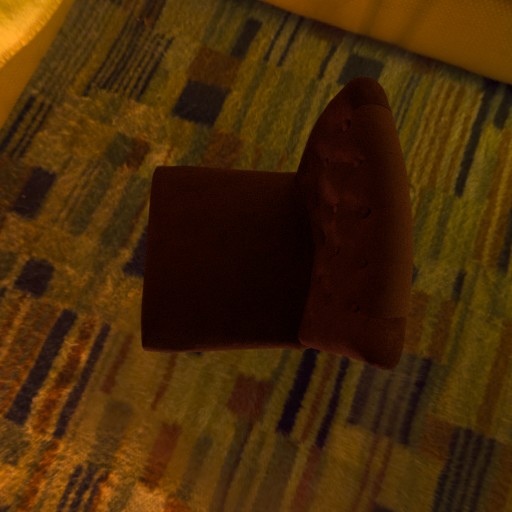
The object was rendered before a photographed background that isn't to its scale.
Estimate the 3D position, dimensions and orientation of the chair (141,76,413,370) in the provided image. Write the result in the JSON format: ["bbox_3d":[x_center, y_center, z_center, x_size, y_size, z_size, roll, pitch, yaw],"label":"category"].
[{"bbox_3d":[0.000,0.000,1.184,0.605,0.750,0.582,1,76,0],"label":"chair"}]
